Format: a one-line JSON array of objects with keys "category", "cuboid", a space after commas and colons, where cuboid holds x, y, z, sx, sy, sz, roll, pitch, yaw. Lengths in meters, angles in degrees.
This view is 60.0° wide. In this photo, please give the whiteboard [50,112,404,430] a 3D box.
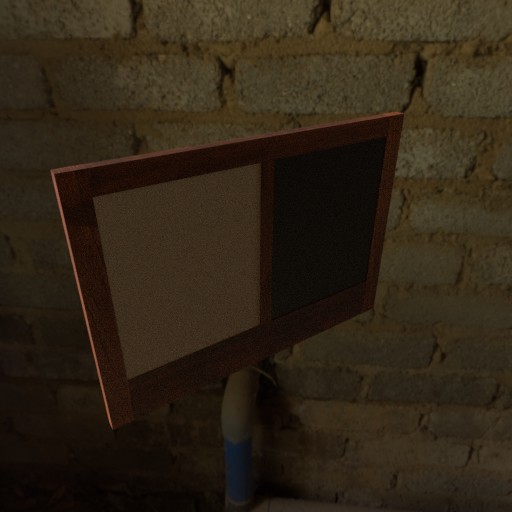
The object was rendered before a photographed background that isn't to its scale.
[{"category": "whiteboard", "cuboid": [0.000, 0.000, 1.001, 0.768, 0.553, 0.083, -18, 34, -29]}]
